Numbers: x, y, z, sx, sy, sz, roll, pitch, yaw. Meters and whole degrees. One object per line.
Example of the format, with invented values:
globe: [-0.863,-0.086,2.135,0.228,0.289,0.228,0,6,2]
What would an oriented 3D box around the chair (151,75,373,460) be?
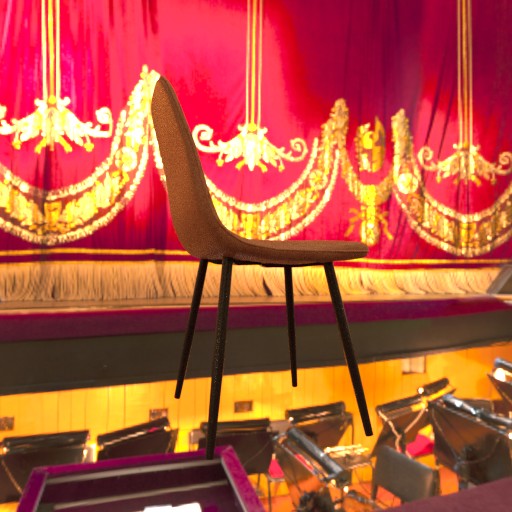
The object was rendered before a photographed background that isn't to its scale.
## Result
chair: [0.000,0.000,1.238,0.561,0.889,0.472,0,-1,-19]
